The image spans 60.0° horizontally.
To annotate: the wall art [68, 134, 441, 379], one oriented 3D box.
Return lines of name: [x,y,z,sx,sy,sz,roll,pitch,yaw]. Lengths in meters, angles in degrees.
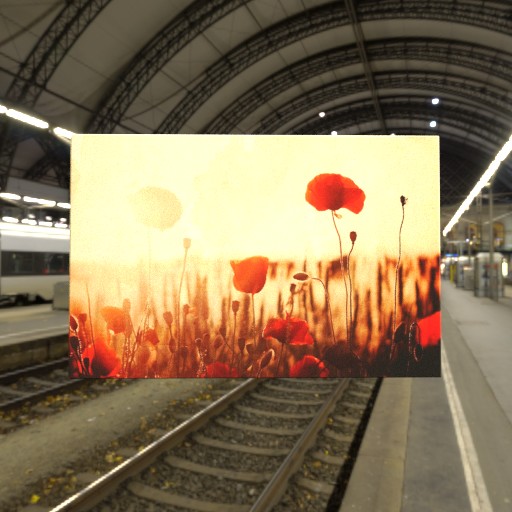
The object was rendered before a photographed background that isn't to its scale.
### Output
wall art: [0.000,0.000,1.112,0.918,0.602,0.038,0,-1,-1]
